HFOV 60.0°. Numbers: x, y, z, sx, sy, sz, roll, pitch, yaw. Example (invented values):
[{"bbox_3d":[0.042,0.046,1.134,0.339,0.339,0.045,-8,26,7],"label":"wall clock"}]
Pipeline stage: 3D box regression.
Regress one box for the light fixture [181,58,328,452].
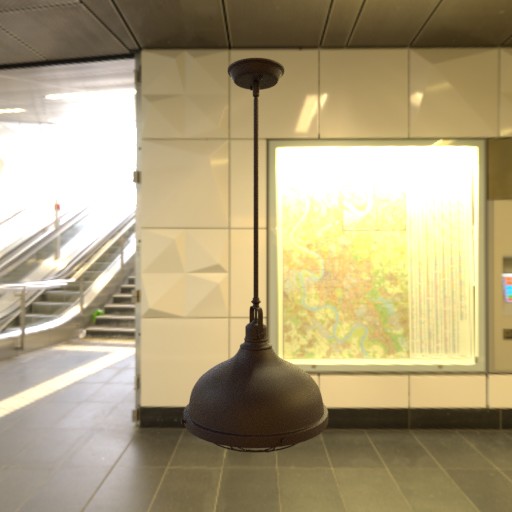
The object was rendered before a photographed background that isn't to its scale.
[{"bbox_3d":[0.000,0.000,1.013,0.341,0.849,0.341,0,0,-19],"label":"light fixture"}]
